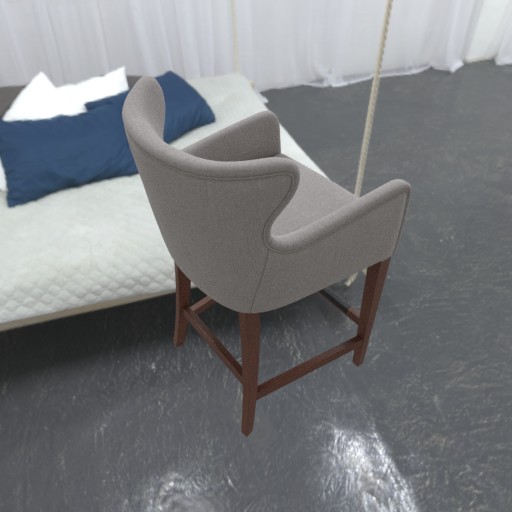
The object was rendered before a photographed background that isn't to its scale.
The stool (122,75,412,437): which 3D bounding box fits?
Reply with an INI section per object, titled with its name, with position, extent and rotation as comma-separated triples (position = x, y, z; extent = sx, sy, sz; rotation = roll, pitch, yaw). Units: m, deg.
[stool]
position = 0.000, 0.000, 1.303
extent = 0.575, 0.951, 0.575
rotation = -26, 47, -27
